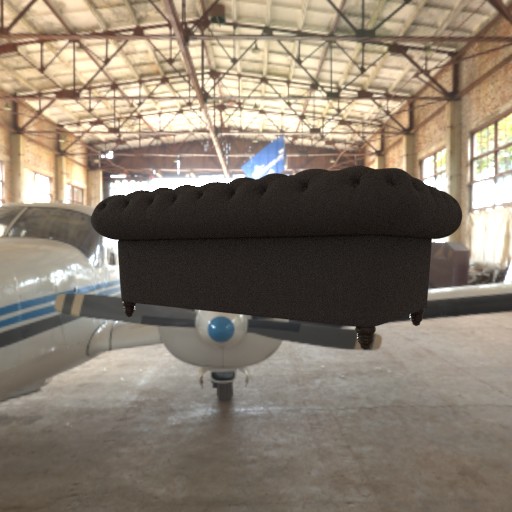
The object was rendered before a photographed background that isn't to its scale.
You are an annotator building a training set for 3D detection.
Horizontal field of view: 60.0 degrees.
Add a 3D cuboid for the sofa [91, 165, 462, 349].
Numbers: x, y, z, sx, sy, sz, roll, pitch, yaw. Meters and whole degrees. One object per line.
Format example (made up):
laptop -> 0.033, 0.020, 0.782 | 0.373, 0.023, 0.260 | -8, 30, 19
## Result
sofa -> 0.000, 0.000, 2.529 | 1.998, 0.764, 0.986 | 0, 1, 36
